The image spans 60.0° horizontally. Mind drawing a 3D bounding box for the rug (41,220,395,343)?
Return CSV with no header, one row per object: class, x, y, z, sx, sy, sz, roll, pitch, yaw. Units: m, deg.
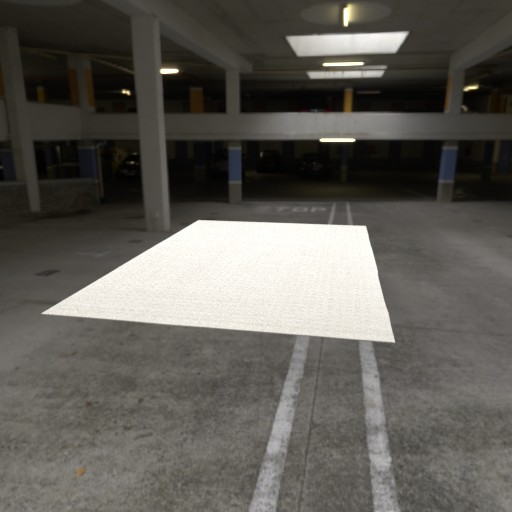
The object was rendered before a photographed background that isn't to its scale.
rug,0.000,0.000,2.916,1.523,0.006,2.289,3,16,10
